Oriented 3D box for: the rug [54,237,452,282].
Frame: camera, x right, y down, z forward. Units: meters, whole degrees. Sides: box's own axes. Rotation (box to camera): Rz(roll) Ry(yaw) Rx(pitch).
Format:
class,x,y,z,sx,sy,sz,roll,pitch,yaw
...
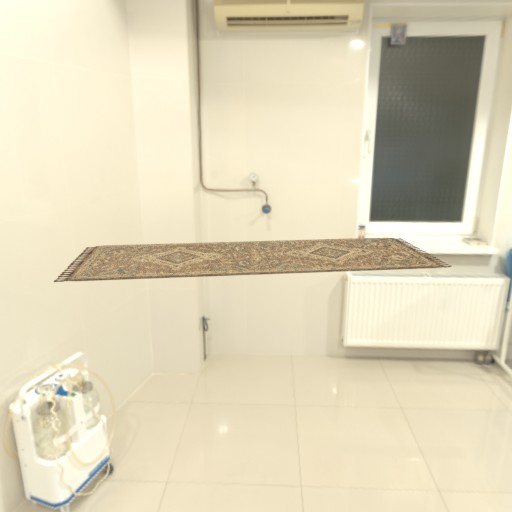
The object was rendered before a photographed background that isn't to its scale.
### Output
class,x,y,z,sx,sy,sz,roll,pitch,yaw
rug,0.000,0.000,2.851,2.378,0.018,1.324,3,16,9
